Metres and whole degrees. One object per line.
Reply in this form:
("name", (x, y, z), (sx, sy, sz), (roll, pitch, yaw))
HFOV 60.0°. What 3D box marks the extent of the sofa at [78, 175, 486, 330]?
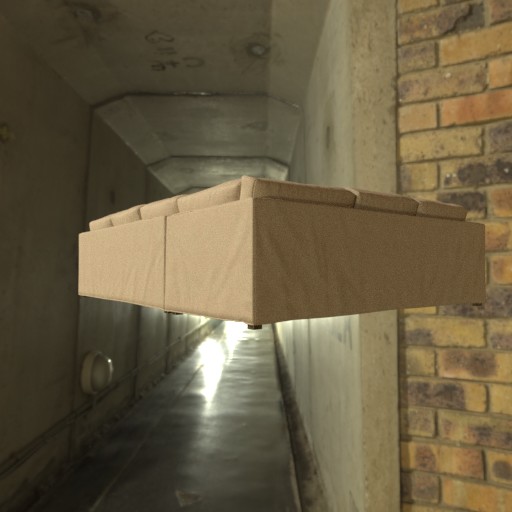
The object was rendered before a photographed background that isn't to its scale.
("sofa", (0.000, 0.000, 4.239), (2.432, 0.871, 3.182), (1, -2, -37))
